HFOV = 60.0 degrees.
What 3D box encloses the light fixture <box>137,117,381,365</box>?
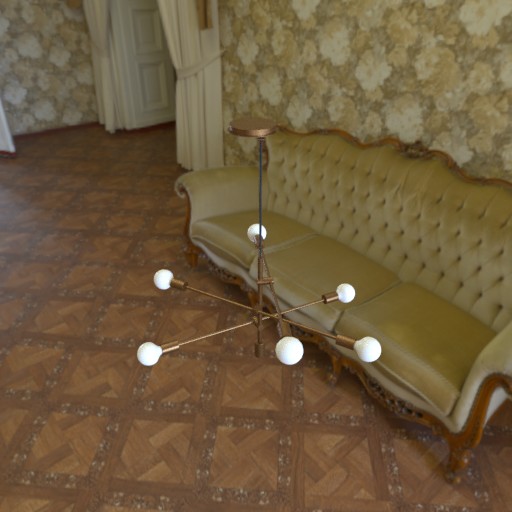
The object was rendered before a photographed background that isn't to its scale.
[{"bbox_3d":[0.000,0.000,1.251,0.682,0.744,0.637,2,32,3],"label":"light fixture"}]
